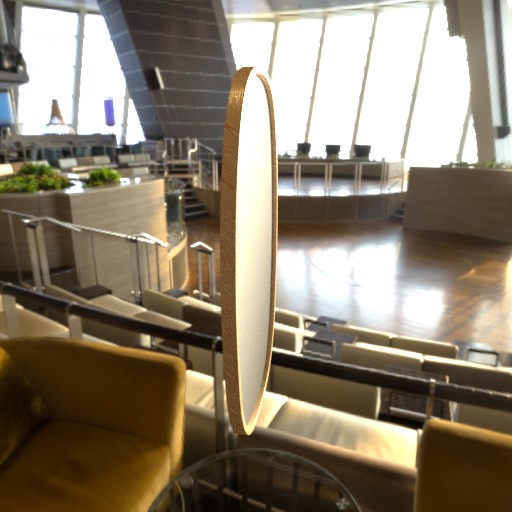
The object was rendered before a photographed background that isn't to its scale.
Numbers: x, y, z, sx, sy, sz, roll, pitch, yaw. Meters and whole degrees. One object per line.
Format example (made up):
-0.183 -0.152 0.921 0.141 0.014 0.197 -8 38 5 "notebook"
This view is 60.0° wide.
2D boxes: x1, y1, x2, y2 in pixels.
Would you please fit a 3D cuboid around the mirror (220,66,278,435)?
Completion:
0.000 0.000 1.364 0.037 1.075 0.724 3 17 10 "mirror"
